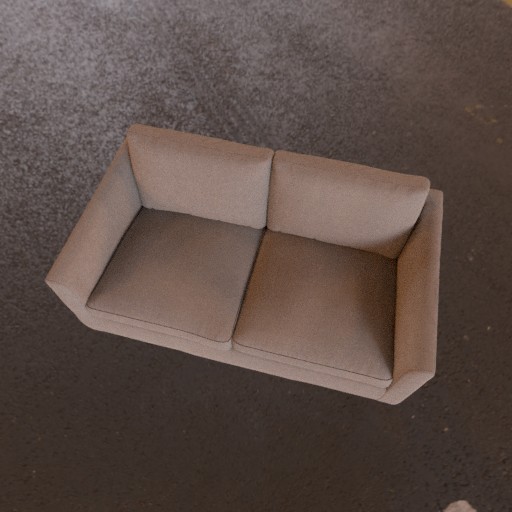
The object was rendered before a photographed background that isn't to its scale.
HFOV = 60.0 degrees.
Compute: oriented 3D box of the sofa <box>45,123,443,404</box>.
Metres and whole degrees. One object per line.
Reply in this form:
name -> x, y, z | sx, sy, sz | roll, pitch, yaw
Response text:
sofa -> 0.000, 0.000, 2.516 | 1.905, 0.839, 1.091 | 12, 59, 7
